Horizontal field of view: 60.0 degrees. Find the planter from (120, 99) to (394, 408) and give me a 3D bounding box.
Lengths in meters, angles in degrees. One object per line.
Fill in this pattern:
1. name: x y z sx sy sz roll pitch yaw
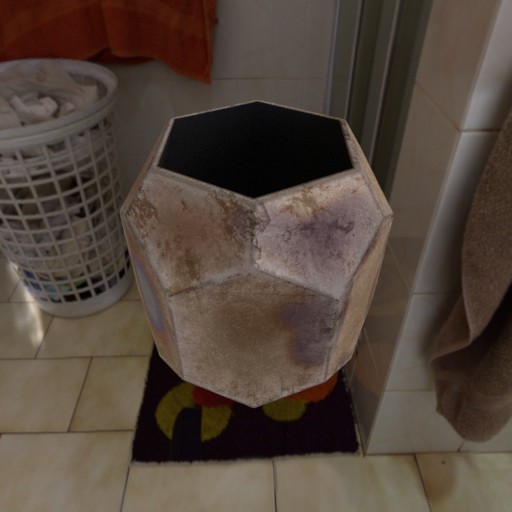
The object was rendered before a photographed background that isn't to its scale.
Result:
1. planter: 0.000 0.000 0.426 0.243 0.238 0.221 1 41 1
